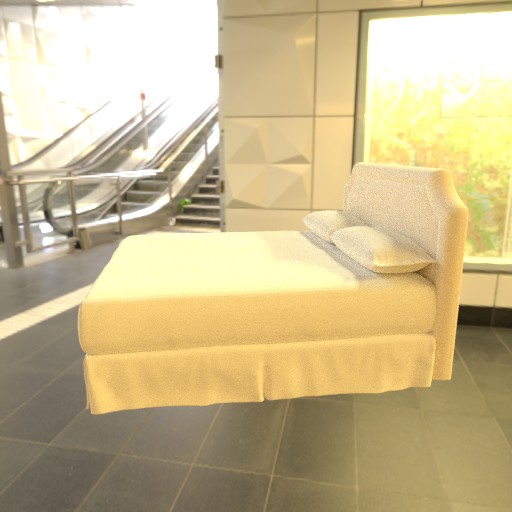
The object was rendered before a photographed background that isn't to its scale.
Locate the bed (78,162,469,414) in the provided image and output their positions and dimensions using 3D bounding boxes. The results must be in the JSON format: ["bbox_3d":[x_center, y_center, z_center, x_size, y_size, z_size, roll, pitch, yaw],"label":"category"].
[{"bbox_3d":[0.000,0.000,3.815,2.548,1.524,2.134,-2,14,-8],"label":"bed"}]
